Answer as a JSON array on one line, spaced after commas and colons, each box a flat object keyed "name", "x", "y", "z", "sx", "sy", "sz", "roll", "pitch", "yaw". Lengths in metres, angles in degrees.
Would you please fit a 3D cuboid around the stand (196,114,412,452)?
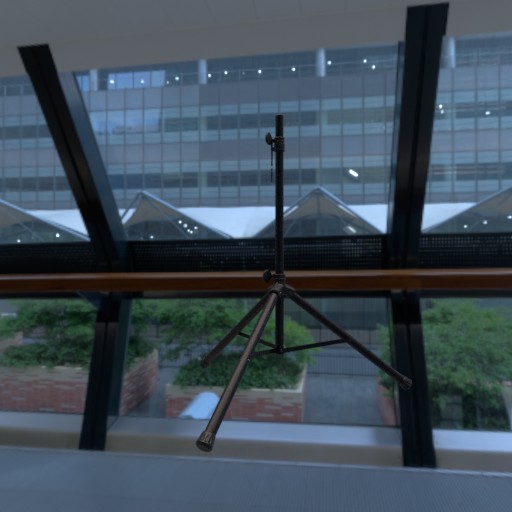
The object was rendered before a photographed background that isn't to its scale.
[{"name": "stand", "x": 0.000, "y": 0.000, "z": 1.914, "sx": 1.045, "sy": 1.136, "sz": 0.907, "roll": 0, "pitch": 0, "yaw": -37}]
